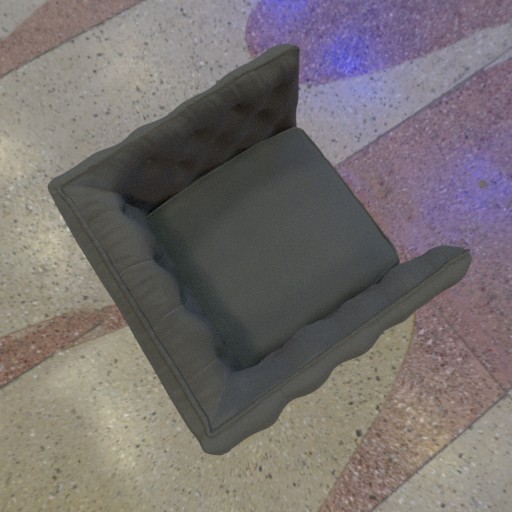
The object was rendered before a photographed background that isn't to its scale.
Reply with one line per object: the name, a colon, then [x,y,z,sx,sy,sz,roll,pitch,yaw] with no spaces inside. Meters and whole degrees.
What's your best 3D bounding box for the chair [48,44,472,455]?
chair: [0.000,0.000,1.609,0.913,0.807,0.946,-33,78,-8]
